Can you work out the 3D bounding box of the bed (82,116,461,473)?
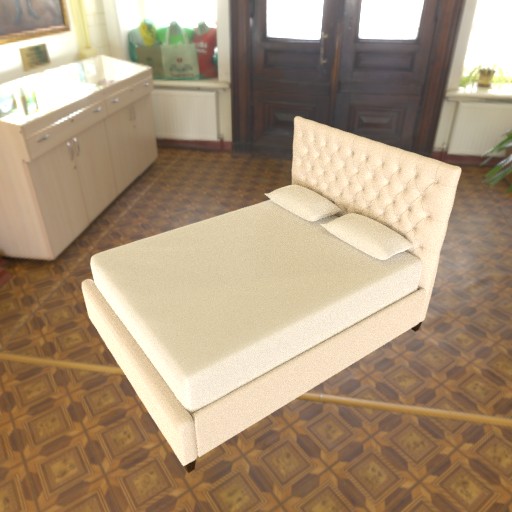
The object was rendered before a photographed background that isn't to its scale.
[{"bbox_3d":[0.000,0.000,3.347,2.233,1.426,1.696,-21,37,-30],"label":"bed"}]
